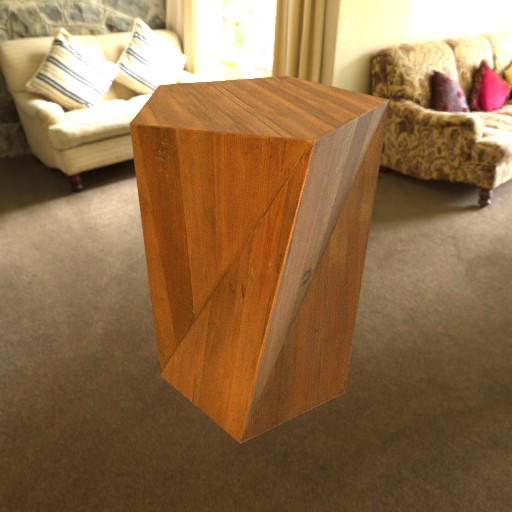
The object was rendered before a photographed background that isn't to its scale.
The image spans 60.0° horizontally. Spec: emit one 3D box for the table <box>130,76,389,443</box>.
[{"bbox_3d":[0.000,0.000,0.888,0.441,0.604,0.425,0,32,0],"label":"table"}]
